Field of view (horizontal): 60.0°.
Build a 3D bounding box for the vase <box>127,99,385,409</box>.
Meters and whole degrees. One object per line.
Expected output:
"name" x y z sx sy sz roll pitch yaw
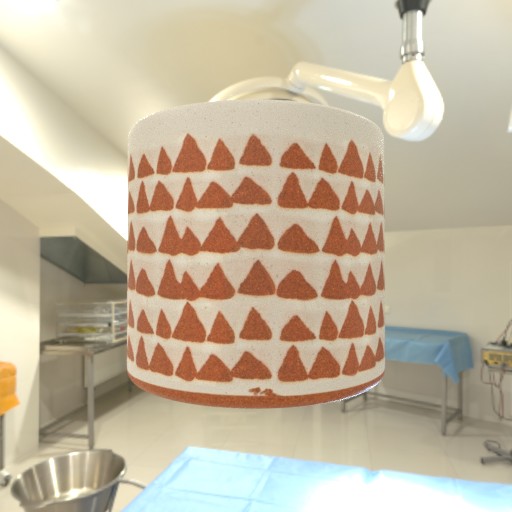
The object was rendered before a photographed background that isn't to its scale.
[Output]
"vase" 0.000 0.000 0.245 0.137 0.127 0.137 0 -1 0
